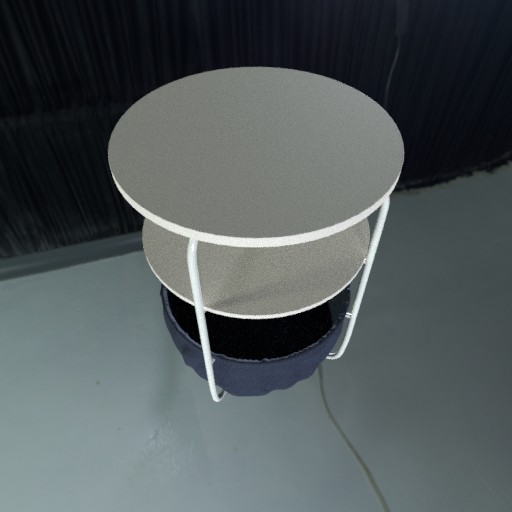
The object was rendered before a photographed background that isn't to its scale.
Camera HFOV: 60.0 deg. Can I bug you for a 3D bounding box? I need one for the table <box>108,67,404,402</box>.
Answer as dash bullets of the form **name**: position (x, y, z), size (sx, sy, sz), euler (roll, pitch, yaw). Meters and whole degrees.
- **table**: position (0.000, 0.000, 0.840), size (0.418, 0.532, 0.418), euler (-16, 50, -14)
